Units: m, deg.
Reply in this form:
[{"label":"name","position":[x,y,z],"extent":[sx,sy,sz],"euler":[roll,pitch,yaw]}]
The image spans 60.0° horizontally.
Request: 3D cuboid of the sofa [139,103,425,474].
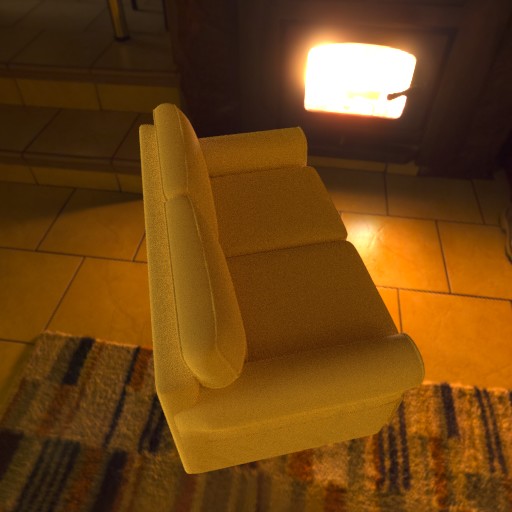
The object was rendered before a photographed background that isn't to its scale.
[{"label":"sofa","position":[0.000,0.000,2.238],"extent":[0.991,0.940,1.727],"euler":[-9,48,-8]}]
